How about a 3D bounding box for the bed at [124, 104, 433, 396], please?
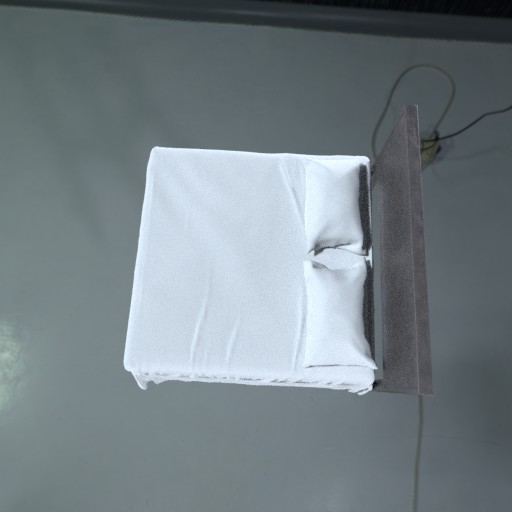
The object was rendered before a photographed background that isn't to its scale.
[{"bbox_3d":[0.000,0.000,2.902,1.785,1.142,1.772,3,74,1],"label":"bed"}]
